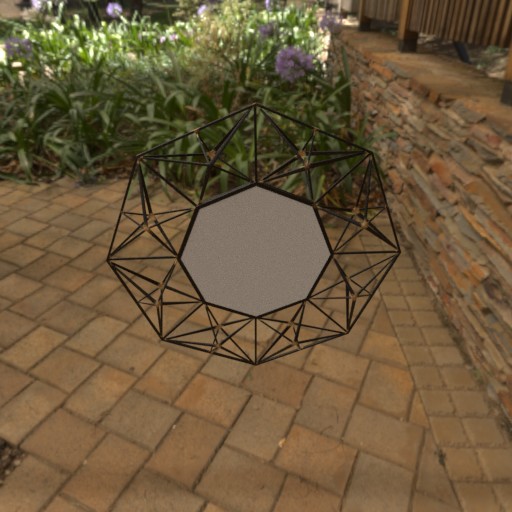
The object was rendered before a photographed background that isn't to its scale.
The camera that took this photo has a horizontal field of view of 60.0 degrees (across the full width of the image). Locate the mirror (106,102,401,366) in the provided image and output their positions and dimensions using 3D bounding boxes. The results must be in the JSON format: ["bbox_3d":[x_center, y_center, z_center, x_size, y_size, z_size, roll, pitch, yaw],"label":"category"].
[{"bbox_3d":[0.000,0.000,1.066,0.710,0.710,0.094,-2,30,-3],"label":"mirror"}]
